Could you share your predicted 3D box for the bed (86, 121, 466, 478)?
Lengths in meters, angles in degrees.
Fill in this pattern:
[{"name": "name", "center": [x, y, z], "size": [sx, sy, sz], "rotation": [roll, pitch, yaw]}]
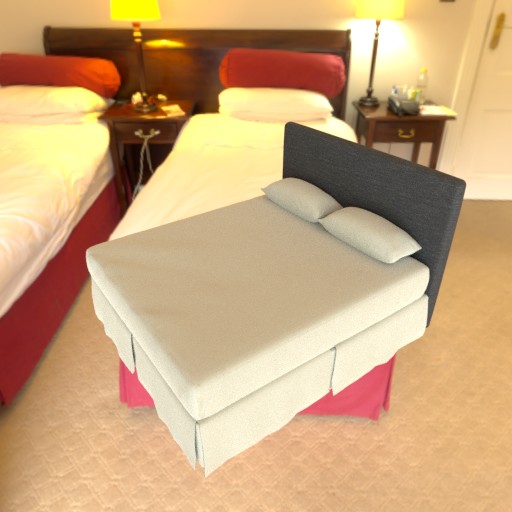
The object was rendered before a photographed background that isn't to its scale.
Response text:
[{"name": "bed", "center": [0.000, 0.000, 3.330], "size": [2.142, 1.330, 1.884], "rotation": [-21, 37, -30]}]
